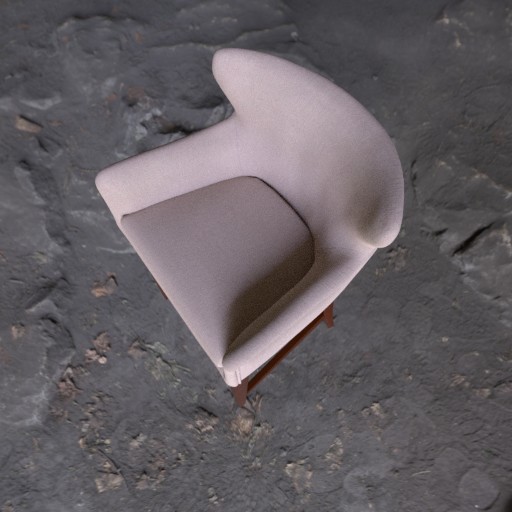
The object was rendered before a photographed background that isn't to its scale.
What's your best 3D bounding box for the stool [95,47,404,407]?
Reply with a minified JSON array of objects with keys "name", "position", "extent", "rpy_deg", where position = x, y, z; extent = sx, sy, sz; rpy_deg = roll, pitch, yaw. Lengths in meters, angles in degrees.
[{"name":"stool","position":[0.000,0.000,1.312],"extent":[0.570,0.951,0.601],"rpy_deg":[-33,69,-15]}]
